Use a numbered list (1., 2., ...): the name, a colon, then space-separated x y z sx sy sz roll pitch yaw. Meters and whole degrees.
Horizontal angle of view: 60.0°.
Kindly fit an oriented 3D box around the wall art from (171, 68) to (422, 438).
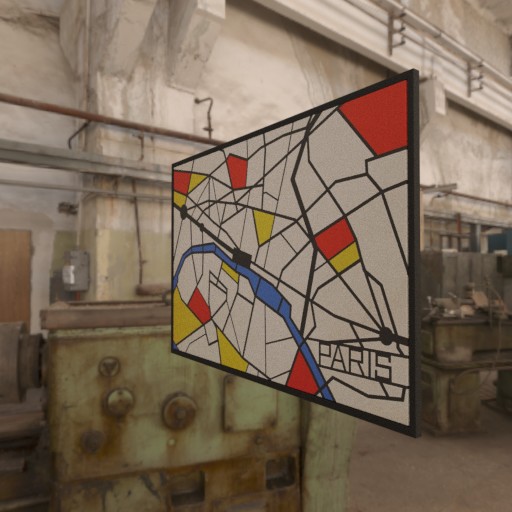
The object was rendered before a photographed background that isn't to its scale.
1. wall art: 0.000 0.000 0.816 0.013 0.458 0.664 1 -1 -37
